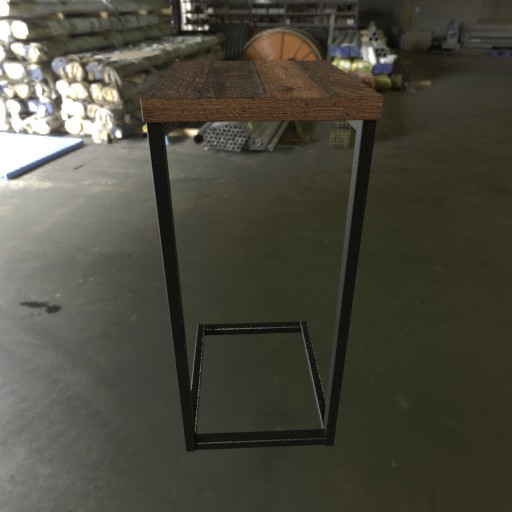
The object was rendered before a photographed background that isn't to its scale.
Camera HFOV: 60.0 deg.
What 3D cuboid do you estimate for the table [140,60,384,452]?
[{"bbox_3d":[0.000,0.000,0.940,0.323,0.718,0.414,-1,30,-2],"label":"table"}]
